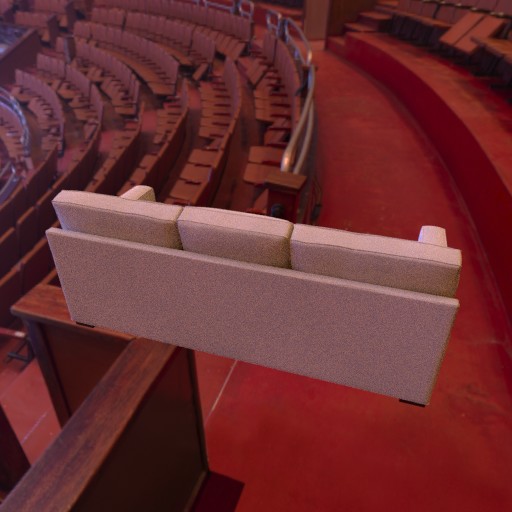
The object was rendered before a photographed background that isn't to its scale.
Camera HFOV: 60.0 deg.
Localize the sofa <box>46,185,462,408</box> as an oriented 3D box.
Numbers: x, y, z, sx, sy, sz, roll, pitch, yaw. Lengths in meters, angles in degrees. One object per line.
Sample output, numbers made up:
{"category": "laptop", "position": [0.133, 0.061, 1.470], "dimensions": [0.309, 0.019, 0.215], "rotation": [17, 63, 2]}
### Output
{"category": "sofa", "position": [0.000, 0.000, 2.609], "dimensions": [2.088, 0.862, 0.935], "rotation": [10, 34, 15]}
